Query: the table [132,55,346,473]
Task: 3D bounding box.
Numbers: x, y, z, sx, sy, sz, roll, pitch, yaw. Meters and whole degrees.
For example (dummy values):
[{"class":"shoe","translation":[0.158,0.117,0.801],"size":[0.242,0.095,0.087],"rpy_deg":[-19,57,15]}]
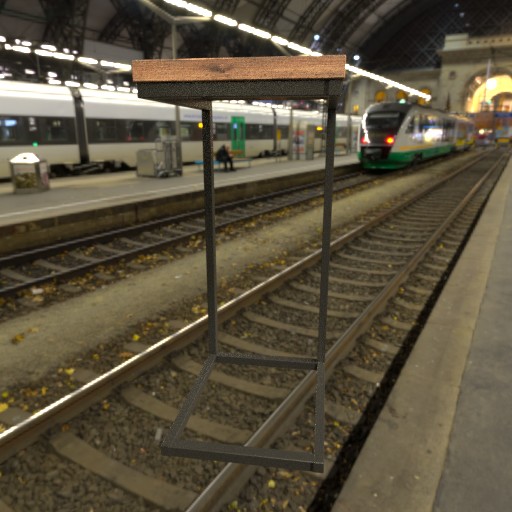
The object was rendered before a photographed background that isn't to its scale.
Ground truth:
[{"class":"table","translation":[0.000,0.000,0.944],"size":[0.323,0.718,0.414],"rpy_deg":[2,16,9]}]
